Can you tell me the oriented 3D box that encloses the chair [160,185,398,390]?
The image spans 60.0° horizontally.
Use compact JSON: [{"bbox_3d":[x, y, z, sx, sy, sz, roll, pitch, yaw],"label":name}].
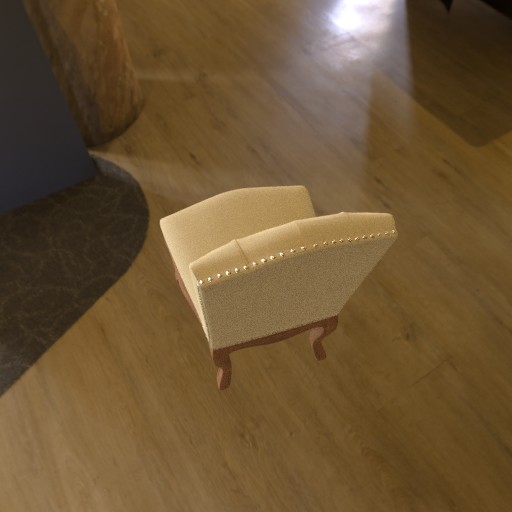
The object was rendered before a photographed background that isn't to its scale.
[{"bbox_3d":[0.000,0.000,1.573,0.623,1.165,0.715,-14,60,-9],"label":"chair"}]
